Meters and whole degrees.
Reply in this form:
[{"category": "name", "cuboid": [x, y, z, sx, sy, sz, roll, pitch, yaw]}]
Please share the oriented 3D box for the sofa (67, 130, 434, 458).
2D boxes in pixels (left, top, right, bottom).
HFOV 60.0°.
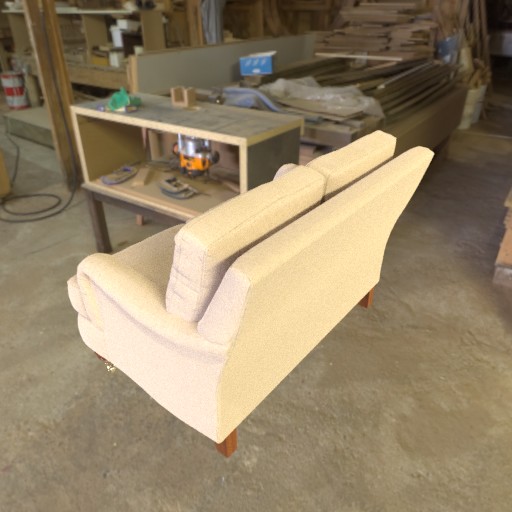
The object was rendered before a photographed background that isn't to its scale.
[{"category": "sofa", "cuboid": [0.000, 0.000, 2.181, 1.087, 1.048, 1.508, 22, 37, 32]}]
